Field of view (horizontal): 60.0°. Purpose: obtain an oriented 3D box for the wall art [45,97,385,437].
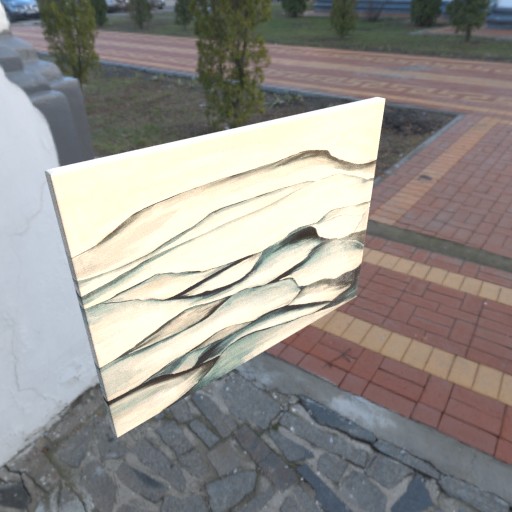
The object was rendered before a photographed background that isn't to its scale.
[{"bbox_3d":[0.000,0.000,1.564,1.219,0.915,0.039,-23,38,-33],"label":"wall art"}]
